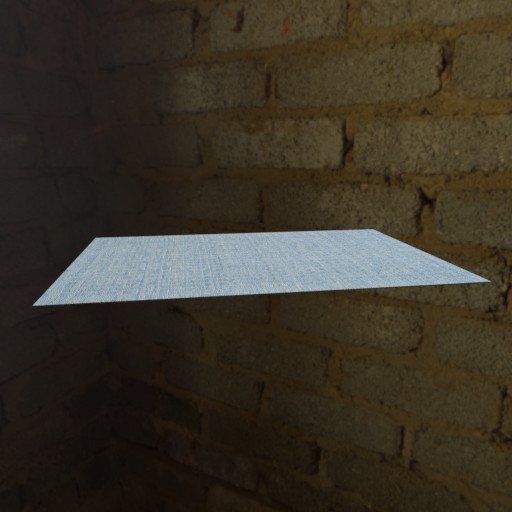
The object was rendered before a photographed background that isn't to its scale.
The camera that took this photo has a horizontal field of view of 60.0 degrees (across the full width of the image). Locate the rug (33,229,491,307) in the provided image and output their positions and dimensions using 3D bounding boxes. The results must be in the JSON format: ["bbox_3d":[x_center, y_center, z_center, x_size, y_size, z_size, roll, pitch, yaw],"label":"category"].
[{"bbox_3d":[0.000,0.000,2.904,2.286,0.006,1.522,-2,14,-9],"label":"rug"}]
